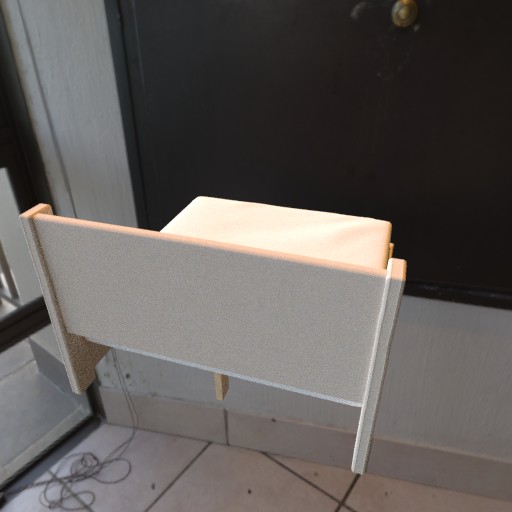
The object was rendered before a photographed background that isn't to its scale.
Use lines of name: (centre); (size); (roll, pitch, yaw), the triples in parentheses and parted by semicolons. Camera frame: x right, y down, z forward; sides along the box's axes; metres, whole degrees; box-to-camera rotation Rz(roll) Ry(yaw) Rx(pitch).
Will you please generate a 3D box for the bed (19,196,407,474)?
bed: (0.000, 0.000, 3.574); (2.145, 1.471, 2.293); (9, 32, 15)
